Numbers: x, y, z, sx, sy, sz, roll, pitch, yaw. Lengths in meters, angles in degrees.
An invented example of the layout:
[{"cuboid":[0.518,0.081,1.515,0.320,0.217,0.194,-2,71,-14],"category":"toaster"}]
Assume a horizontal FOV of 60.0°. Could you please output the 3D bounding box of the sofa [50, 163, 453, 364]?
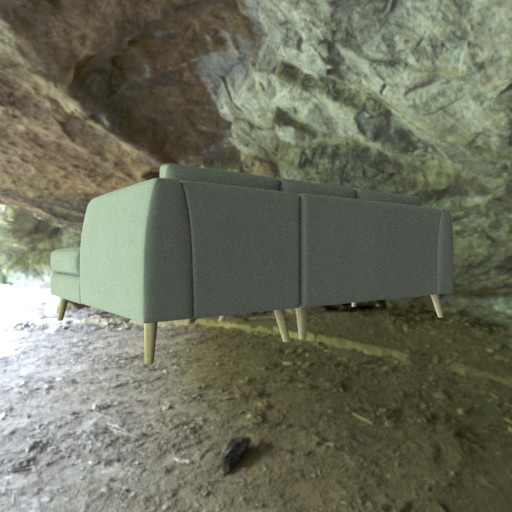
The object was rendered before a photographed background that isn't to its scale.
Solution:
[{"cuboid":[0.000,0.000,3.027,2.300,0.860,1.580,0,0,-37],"category":"sofa"}]
